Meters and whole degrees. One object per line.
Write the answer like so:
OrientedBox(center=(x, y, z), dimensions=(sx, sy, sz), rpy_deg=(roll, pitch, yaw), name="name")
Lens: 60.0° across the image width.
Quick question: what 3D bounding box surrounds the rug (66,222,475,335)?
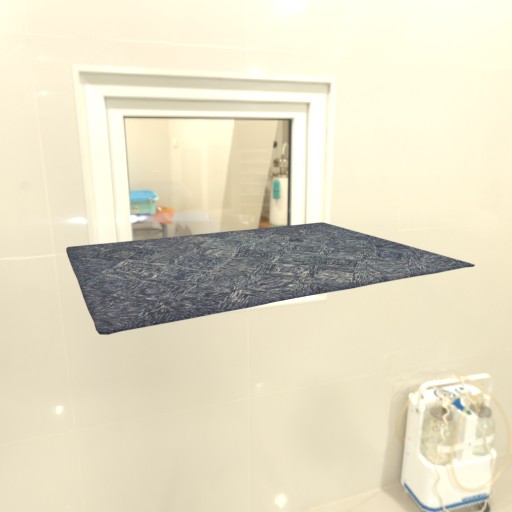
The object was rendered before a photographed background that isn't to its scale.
OrientedBox(center=(0.000, 0.000, 4.282), dimensions=(3.245, 0.024, 2.385), rpy_deg=(-7, 16, -26), name="rug")
